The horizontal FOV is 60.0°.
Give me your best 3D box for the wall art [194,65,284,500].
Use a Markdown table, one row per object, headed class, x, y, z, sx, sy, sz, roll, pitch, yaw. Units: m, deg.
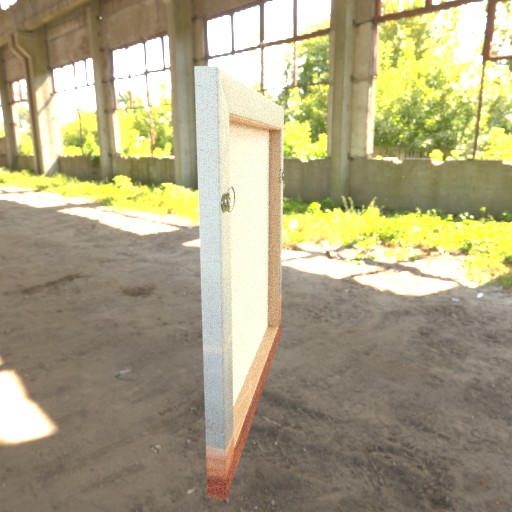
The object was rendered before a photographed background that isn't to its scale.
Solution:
| class | x | y | z | sx | sy | sz | roll | pitch | yaw |
| --- | --- | --- | --- | --- | --- | --- | --- | --- | --- |
| wall art | 0.000 | 0.000 | 0.590 | 0.023 | 0.405 | 0.405 | 3 | 14 | 11 |
